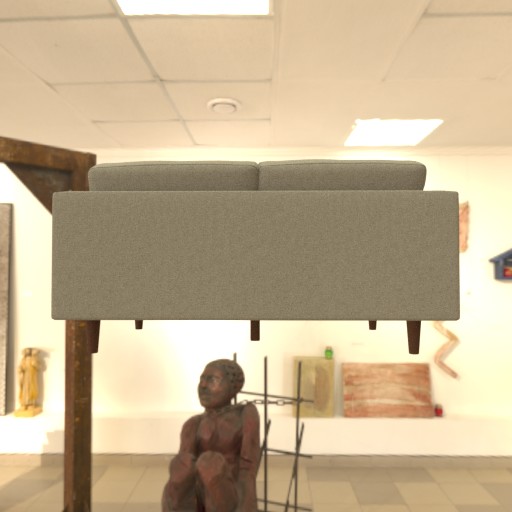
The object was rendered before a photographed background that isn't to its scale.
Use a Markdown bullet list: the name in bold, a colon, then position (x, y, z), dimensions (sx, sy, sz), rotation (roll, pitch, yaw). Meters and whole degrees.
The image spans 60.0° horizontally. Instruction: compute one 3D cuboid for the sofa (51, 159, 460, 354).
- **sofa**: position (0.000, 0.000, 2.373), dimensions (1.731, 0.900, 1.000), rotation (0, -1, 1)
